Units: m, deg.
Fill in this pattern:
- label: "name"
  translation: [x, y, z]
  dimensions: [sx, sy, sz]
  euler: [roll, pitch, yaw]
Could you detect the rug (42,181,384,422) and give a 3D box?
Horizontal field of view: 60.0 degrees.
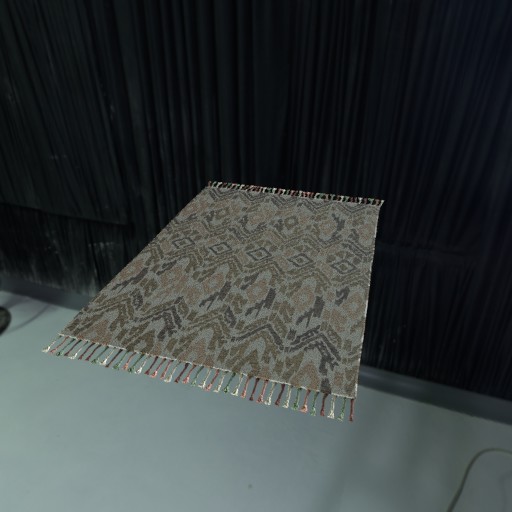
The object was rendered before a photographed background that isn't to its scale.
- label: "rug"
  translation: [0.000, 0.000, 2.304]
  dimensions: [1.219, 0.008, 1.829]
  euler: [8, 32, 14]
